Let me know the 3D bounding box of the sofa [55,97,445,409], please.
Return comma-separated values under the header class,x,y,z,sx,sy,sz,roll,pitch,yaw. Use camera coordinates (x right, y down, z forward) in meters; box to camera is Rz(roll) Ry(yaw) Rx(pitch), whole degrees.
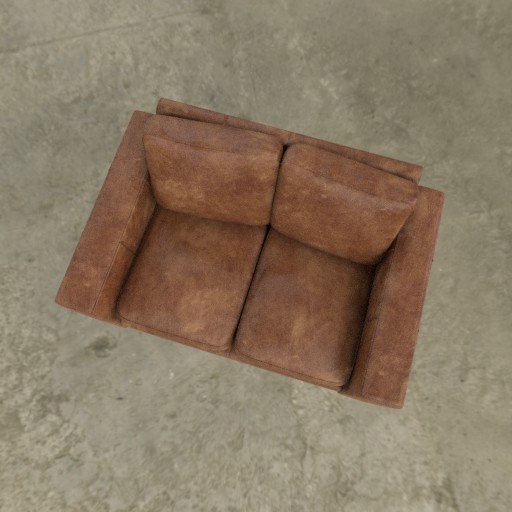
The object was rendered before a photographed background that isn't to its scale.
class,x,y,z,sx,sy,sz,roll,pitch,yaw
sofa,0.000,0.000,2.231,1.626,0.889,1.041,16,75,4
